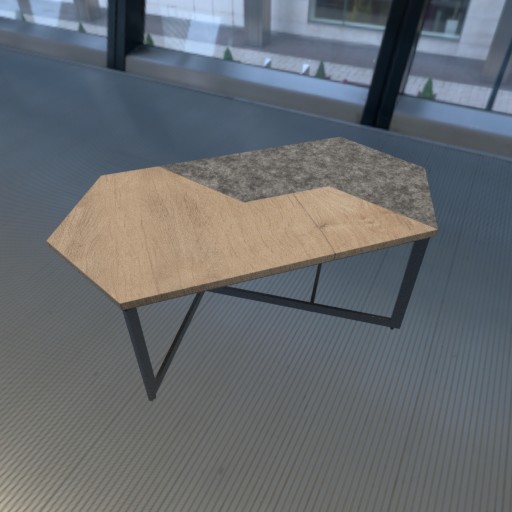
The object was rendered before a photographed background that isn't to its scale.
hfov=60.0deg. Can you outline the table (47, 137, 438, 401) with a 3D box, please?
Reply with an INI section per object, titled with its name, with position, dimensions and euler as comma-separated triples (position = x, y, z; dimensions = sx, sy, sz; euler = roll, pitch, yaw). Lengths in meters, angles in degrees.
[table]
position = 0.000, 0.000, 1.518
dimensions = 1.219, 0.457, 0.609
euler = -13, 43, -14
